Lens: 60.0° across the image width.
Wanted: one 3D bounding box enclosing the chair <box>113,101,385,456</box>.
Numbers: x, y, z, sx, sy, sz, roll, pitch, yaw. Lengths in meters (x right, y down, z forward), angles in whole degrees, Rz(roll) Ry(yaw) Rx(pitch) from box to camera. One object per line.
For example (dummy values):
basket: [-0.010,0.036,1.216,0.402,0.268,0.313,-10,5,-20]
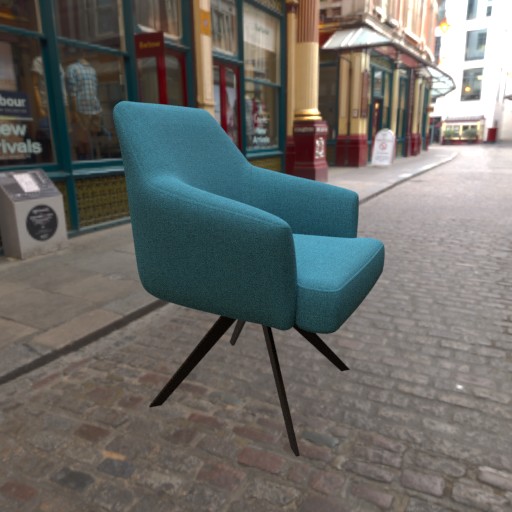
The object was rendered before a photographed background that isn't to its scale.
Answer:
chair: [0.000,0.000,1.325,0.677,0.874,0.642,7,17,26]
